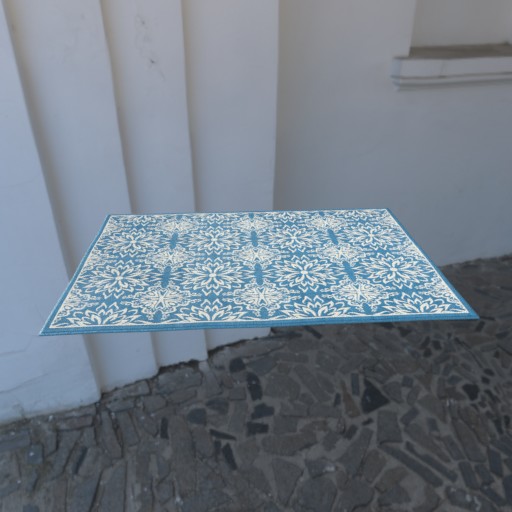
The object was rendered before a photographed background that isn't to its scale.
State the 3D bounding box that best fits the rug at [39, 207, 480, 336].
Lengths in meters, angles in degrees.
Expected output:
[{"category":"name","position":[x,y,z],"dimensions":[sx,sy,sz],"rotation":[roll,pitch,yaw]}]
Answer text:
[{"category":"rug","position":[0.000,0.000,3.571],"dimensions":[2.769,0.018,1.830],"rotation":[-2,29,-3]}]
